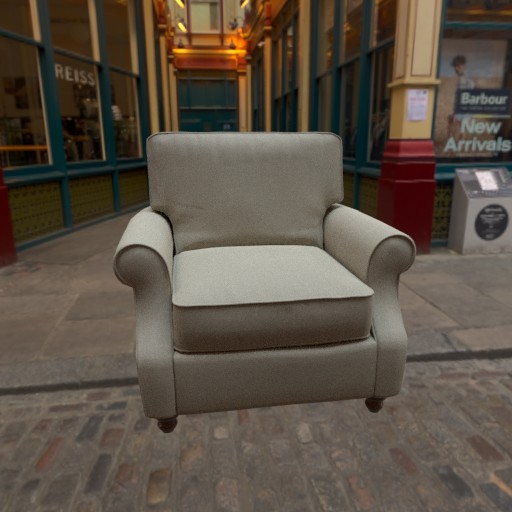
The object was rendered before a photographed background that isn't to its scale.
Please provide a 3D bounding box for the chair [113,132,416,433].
[{"bbox_3d":[0.000,0.000,1.787,1.029,0.967,0.966,-2,15,-9],"label":"chair"}]
